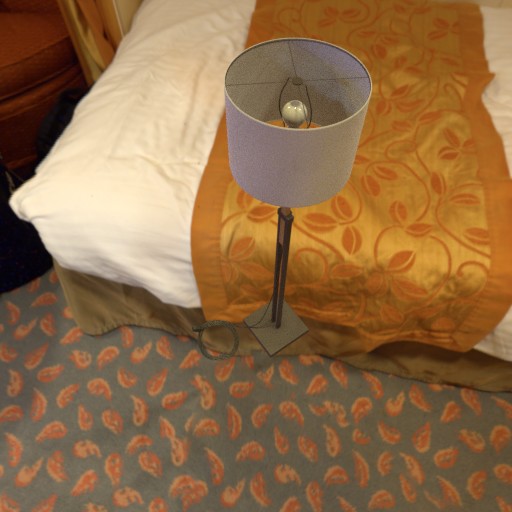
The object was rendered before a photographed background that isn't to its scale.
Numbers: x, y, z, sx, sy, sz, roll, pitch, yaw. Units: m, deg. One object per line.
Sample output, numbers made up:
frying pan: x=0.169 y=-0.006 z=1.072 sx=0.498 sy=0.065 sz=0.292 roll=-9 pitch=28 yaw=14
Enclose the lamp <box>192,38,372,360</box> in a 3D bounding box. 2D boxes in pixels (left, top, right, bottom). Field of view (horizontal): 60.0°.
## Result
lamp: x=0.000 y=0.000 z=1.887 sx=0.639 sy=1.650 sz=0.474 roll=-31 pitch=62 yaw=-18
